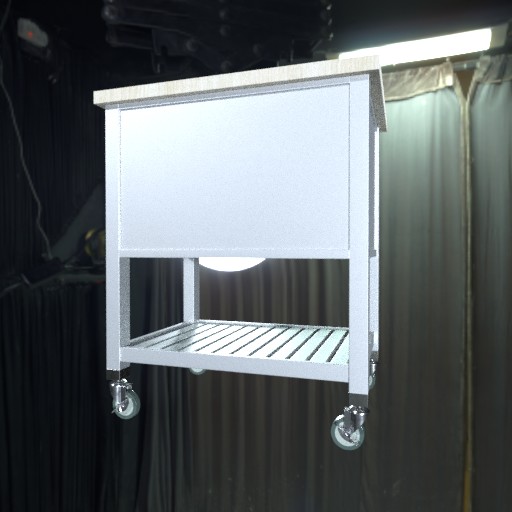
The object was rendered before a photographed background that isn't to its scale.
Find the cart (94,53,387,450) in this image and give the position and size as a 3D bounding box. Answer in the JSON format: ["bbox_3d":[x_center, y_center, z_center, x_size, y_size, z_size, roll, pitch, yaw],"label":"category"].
[{"bbox_3d":[0.000,0.000,1.378,0.762,0.914,0.559,0,1,18],"label":"cart"}]
